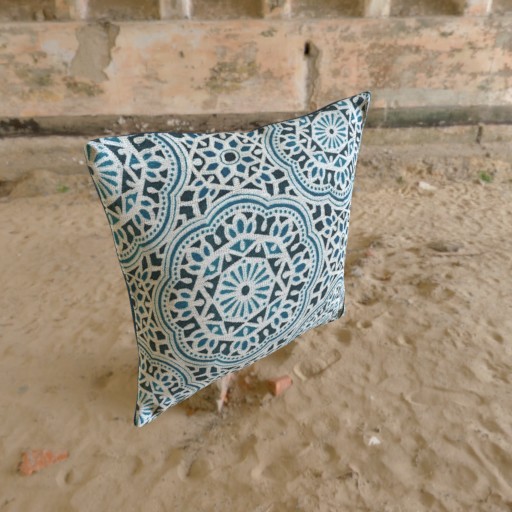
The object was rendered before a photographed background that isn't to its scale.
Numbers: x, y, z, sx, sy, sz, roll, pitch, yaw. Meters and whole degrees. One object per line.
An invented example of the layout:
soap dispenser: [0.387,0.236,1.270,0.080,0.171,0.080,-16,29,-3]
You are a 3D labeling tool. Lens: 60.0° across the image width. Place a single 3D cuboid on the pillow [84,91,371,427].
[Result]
pillow: [0.000,0.000,0.653,0.440,0.420,0.145,-21,36,-33]
